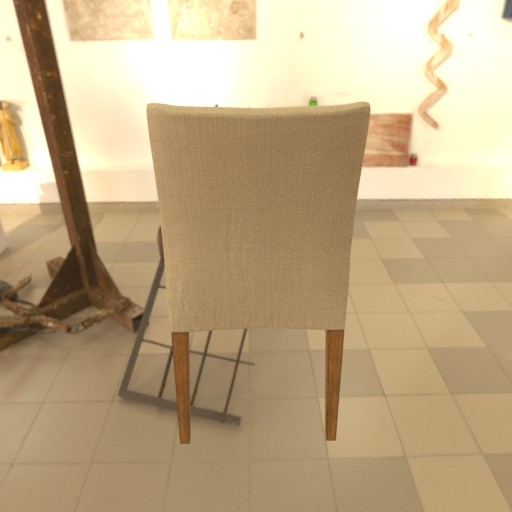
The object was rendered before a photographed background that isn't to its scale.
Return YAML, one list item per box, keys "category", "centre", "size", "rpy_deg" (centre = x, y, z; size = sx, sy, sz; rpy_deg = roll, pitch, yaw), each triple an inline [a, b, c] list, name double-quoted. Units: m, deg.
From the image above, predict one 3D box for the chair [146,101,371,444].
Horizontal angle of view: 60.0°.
- category: "chair"
  centre: [0.000, 0.000, 1.270]
  size: [0.496, 0.940, 0.585]
  rpy_deg: [-1, 30, -1]
